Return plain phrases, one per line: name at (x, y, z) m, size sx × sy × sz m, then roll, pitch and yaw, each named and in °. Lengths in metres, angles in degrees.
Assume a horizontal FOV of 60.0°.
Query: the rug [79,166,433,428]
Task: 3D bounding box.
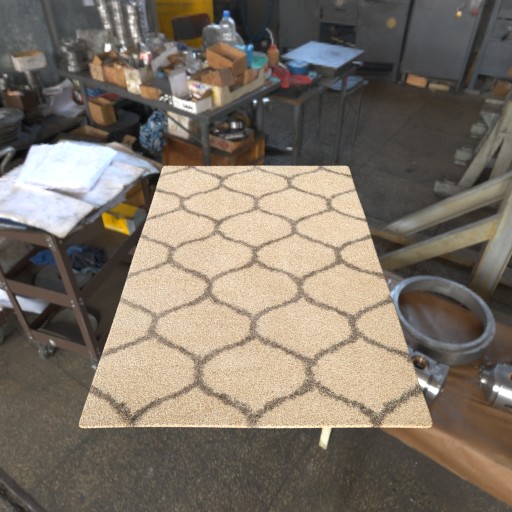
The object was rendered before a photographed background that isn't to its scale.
rug at (0.000, 0.000, 3.273) m, size 1.801 × 0.026 × 2.701 m, roll 0°, pitch 40°, yaw 0°
